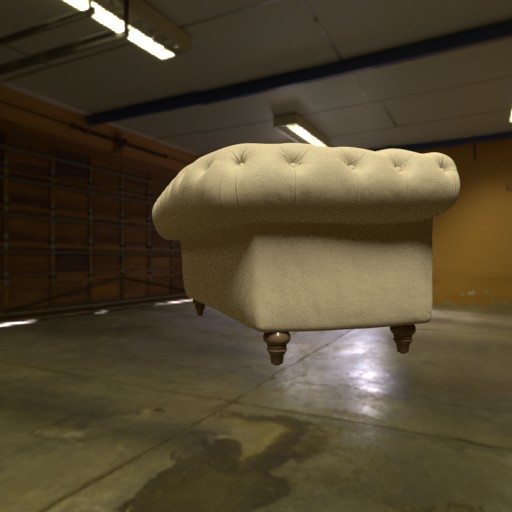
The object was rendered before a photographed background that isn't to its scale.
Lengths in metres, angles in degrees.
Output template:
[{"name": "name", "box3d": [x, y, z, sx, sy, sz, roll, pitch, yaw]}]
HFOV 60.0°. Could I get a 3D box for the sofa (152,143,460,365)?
[{"name": "sofa", "box3d": [0.000, 0.000, 2.469, 1.069, 0.835, 1.988, 0, 0, -18]}]
